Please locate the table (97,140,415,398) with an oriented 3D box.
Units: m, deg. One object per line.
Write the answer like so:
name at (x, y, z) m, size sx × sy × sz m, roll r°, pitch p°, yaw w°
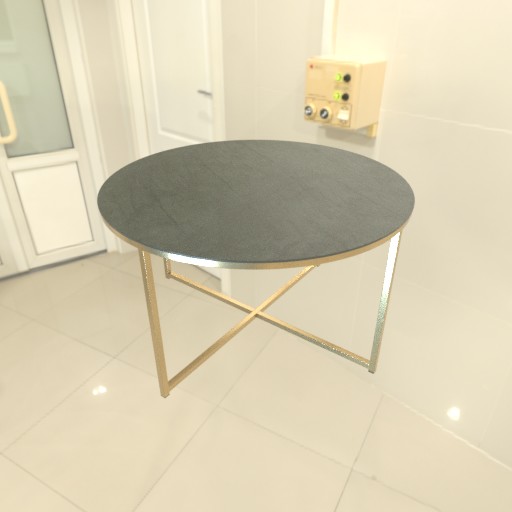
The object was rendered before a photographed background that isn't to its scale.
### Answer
table at (0.000, 0.000, 1.283) m, size 0.800 × 0.450 × 0.800 m, roll 0°, pitch 31°, yaw 0°
